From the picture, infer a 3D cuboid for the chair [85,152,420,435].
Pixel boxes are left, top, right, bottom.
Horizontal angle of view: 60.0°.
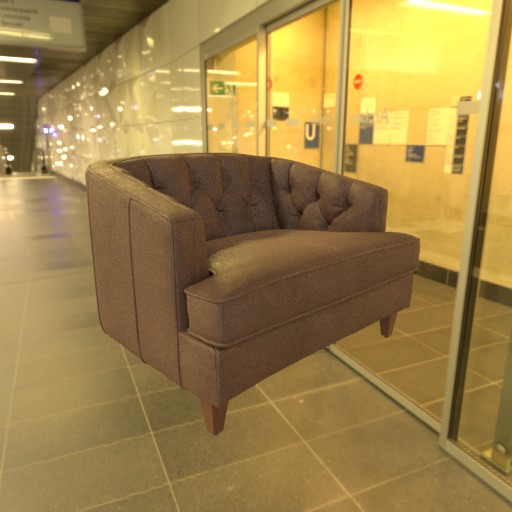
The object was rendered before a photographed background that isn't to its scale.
[{"bbox_3d":[0.000,0.000,1.770,1.118,0.787,0.914,-14,20,-42],"label":"chair"}]
